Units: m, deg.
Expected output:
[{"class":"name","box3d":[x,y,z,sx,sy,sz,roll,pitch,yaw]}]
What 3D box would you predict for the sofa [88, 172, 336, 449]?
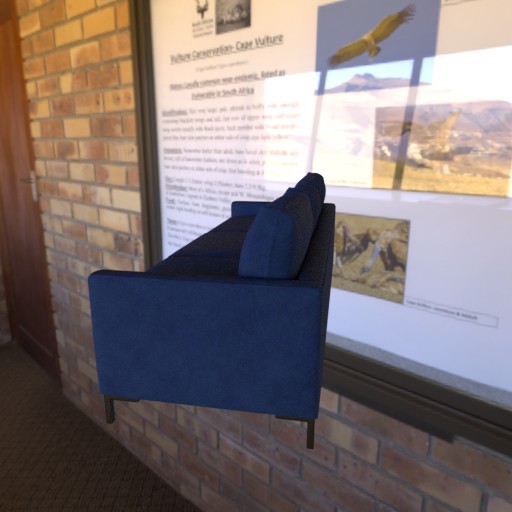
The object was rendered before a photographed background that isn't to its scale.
[{"class":"sofa","box3d":[0.000,0.000,2.624,0.875,0.879,2.252,3,14,11]}]
